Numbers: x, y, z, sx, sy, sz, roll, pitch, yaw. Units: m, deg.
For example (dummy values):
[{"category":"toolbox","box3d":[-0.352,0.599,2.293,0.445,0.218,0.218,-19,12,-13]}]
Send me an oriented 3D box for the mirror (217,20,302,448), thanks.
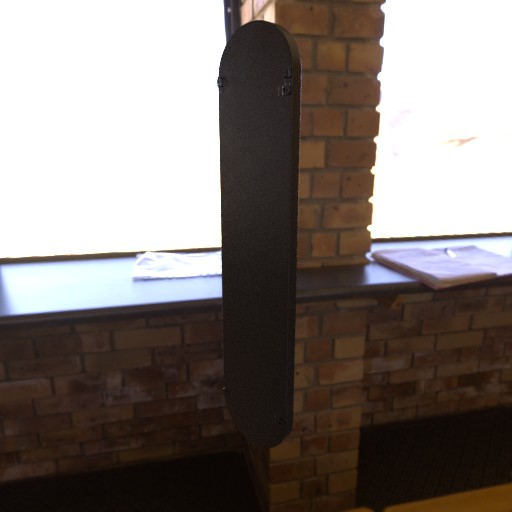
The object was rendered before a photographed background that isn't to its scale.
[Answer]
[{"category":"mirror","box3d":[0.000,0.000,1.031,0.032,0.991,0.222,-14,20,-43]}]
